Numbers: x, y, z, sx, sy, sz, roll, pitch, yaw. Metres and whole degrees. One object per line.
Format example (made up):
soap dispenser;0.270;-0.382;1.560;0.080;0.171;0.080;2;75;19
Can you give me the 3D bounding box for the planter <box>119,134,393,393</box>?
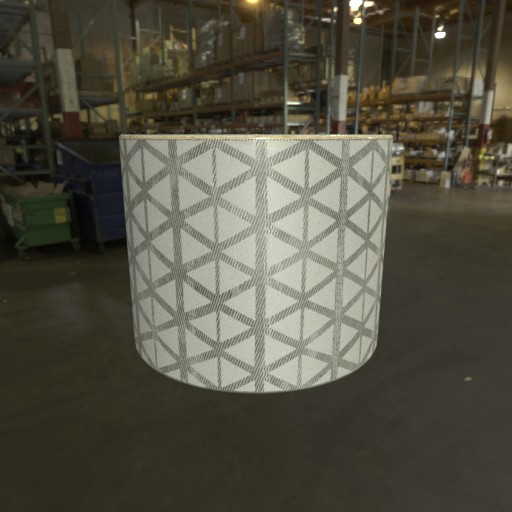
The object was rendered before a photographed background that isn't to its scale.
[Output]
planter;0.000;0.000;0.344;0.190;0.181;0.190;0;15;0
